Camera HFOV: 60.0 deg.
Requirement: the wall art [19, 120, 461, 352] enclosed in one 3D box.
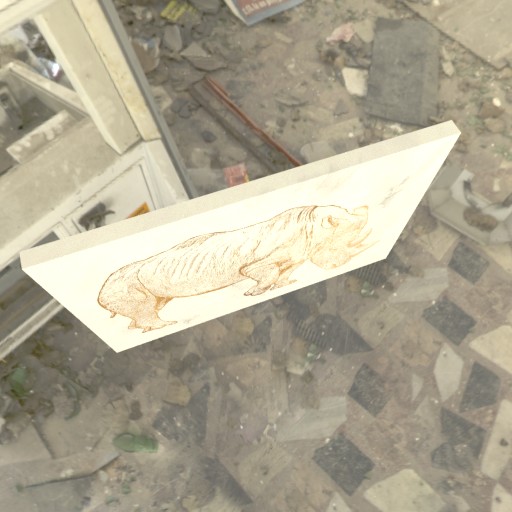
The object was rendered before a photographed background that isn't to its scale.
[{"bbox_3d":[0.000,0.000,1.152,0.915,0.610,0.038,-18,65,-9],"label":"wall art"}]
